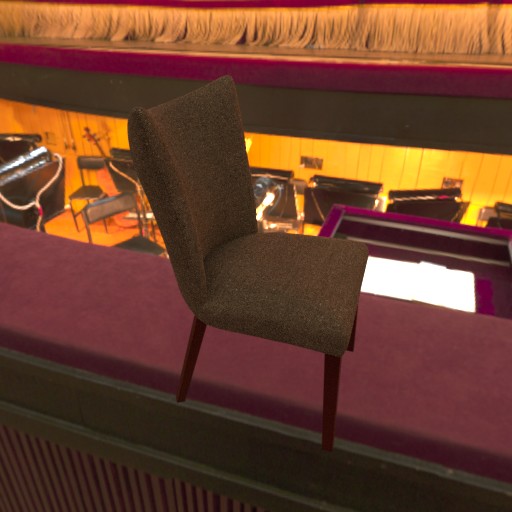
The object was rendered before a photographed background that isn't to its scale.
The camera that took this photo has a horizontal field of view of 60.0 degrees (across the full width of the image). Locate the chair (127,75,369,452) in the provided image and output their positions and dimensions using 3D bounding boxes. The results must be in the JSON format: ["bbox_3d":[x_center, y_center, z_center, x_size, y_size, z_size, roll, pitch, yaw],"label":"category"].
[{"bbox_3d":[0.000,0.000,1.311,0.623,0.924,0.535,9,31,16],"label":"chair"}]
